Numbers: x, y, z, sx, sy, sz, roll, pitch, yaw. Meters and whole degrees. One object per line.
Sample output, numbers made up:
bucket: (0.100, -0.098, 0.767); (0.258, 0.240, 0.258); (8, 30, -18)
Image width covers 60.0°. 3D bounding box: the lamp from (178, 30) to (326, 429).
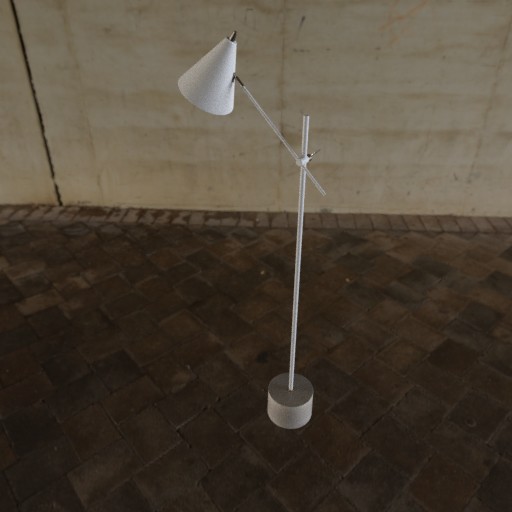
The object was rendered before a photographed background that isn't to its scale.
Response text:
lamp: (0.000, 0.000, 1.578); (0.508, 1.430, 0.223); (20, 36, 30)
